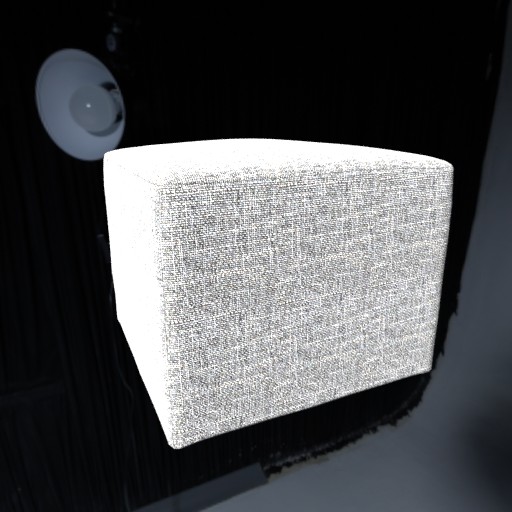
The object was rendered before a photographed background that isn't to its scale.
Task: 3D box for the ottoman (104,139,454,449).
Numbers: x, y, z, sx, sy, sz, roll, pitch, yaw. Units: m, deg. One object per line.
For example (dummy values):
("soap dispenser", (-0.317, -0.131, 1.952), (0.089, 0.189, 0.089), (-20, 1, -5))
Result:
("ottoman", (0.000, 0.000, 0.901), (0.512, 0.453, 0.521), (-8, 19, -24))
